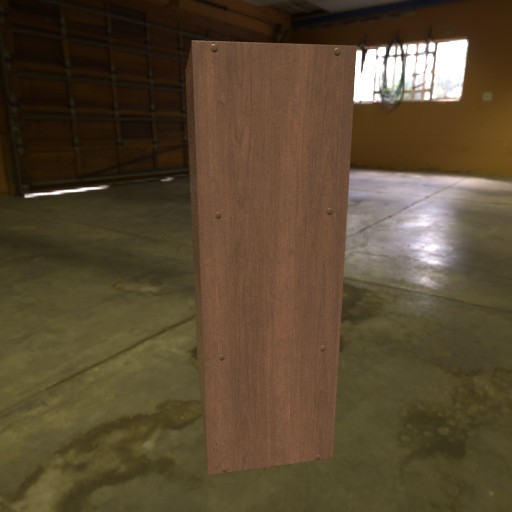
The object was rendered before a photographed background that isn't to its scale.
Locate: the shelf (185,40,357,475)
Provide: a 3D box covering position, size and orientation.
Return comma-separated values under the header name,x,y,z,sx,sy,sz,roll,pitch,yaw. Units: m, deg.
name,x,y,z,sx,sy,sz,roll,pitch,yaw
shelf,0.000,0.000,1.078,0.290,0.879,0.414,-3,17,-10
